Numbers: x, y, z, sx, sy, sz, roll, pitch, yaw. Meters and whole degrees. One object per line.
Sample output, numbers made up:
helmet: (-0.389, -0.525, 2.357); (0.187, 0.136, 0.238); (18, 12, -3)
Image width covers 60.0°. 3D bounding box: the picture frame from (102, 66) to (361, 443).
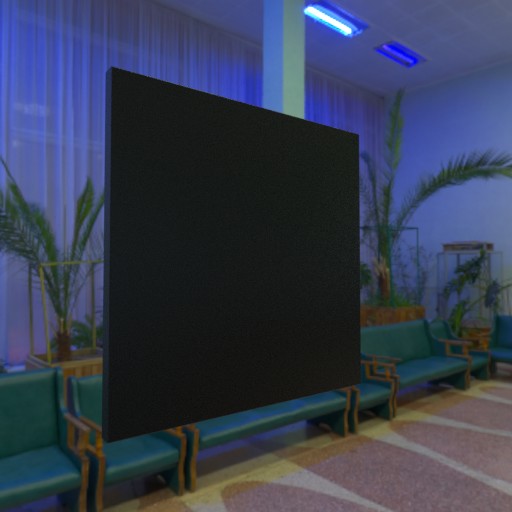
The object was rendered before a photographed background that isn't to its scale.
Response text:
picture frame: (0.000, 0.000, 0.832); (0.559, 0.557, 0.029); (1, -2, -37)
